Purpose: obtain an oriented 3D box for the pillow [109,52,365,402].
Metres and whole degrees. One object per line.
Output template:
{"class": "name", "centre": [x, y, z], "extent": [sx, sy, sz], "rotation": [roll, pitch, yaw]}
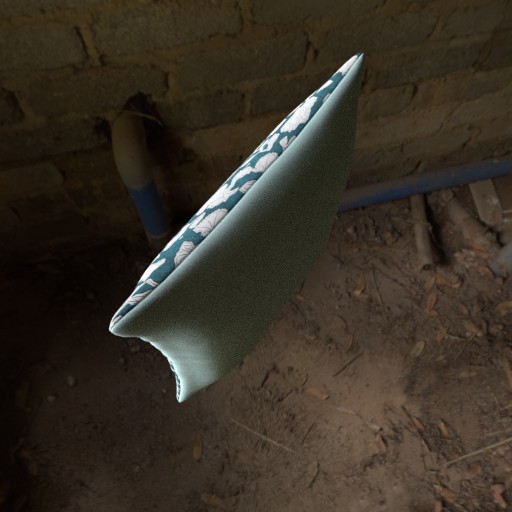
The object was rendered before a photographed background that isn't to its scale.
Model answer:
{"class": "pillow", "centre": [0.000, 0.000, 0.780], "extent": [0.166, 0.508, 0.525], "rotation": [33, 68, 15]}
